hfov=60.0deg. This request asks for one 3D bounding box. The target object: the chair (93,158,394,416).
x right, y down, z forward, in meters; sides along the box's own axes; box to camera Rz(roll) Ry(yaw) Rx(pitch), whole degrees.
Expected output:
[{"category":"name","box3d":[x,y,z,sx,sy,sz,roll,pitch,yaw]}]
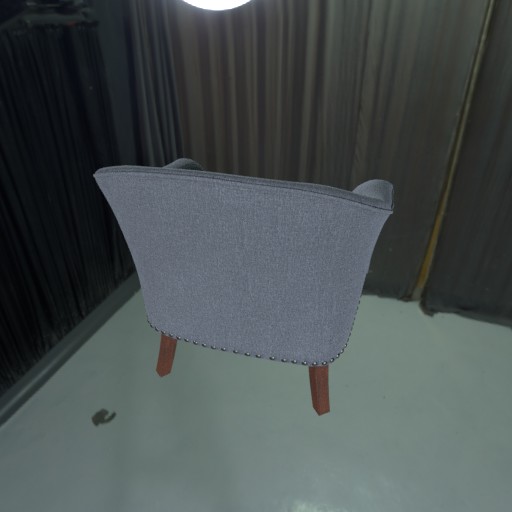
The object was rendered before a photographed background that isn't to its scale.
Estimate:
[{"category":"chair","box3d":[0.000,0.000,1.445,0.798,0.815,0.704,9,33,15]}]
